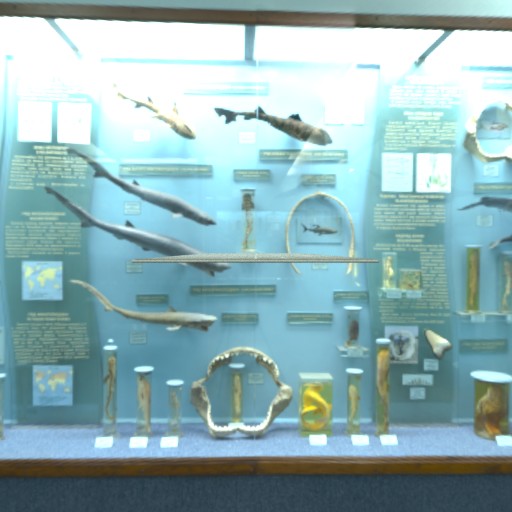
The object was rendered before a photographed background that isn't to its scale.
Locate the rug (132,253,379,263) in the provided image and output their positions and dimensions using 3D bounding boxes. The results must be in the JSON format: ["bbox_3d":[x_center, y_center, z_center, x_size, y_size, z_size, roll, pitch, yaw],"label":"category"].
[{"bbox_3d":[0.000,0.000,2.737,0.864,0.012,2.388,0,1,0],"label":"rug"}]
